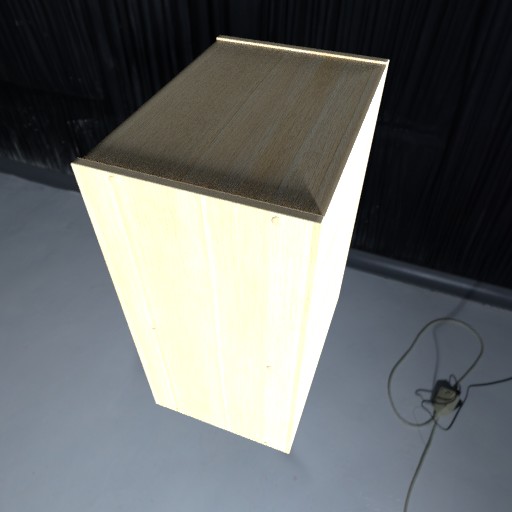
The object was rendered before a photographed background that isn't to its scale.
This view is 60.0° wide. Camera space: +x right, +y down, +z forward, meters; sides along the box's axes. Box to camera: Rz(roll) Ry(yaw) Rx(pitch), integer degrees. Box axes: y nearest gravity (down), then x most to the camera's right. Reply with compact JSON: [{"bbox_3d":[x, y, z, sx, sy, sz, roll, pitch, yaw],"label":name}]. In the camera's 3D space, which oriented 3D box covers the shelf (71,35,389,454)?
[{"bbox_3d":[0.000,0.000,0.807,0.290,0.592,0.414,15,48,14],"label":"shelf"}]
